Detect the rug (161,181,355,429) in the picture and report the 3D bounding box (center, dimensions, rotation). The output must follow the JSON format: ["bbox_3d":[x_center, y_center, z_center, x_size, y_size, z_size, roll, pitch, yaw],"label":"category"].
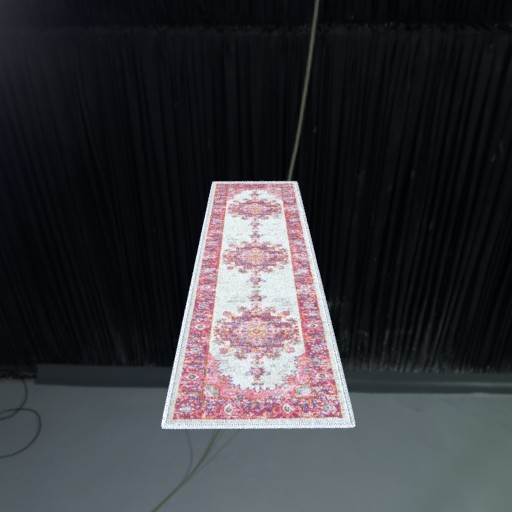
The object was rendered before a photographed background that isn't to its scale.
[{"bbox_3d":[0.000,0.000,2.490,0.666,0.011,2.294,0,30,0],"label":"rug"}]
